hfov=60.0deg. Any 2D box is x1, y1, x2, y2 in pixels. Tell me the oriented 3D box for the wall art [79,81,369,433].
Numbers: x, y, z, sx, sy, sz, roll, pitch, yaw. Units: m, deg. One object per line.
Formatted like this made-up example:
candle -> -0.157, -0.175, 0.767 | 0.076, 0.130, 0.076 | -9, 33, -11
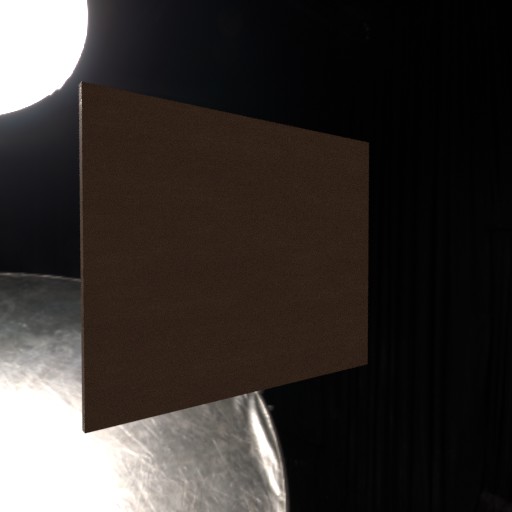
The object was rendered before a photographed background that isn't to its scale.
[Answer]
wall art -> 0.000, 0.000, 0.670 | 0.508, 0.408, 0.012 | -1, 2, -37
